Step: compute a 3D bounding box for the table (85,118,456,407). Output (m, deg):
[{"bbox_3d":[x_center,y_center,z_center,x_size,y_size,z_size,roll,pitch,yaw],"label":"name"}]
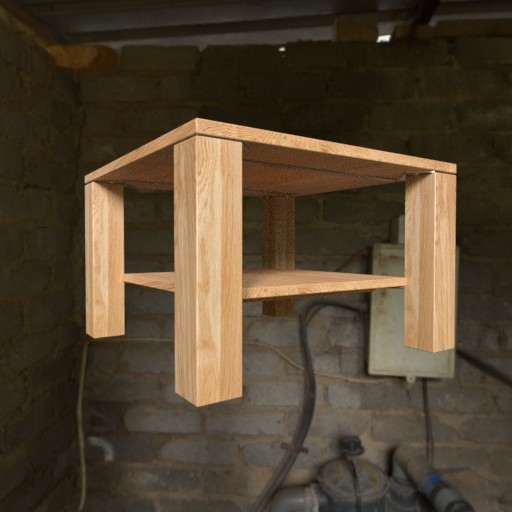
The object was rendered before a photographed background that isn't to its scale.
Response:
[{"bbox_3d":[0.000,0.000,1.172,0.700,0.450,0.700,-1,2,-34],"label":"table"}]
